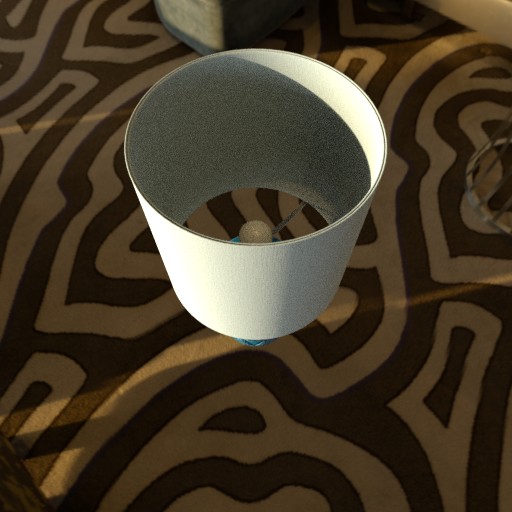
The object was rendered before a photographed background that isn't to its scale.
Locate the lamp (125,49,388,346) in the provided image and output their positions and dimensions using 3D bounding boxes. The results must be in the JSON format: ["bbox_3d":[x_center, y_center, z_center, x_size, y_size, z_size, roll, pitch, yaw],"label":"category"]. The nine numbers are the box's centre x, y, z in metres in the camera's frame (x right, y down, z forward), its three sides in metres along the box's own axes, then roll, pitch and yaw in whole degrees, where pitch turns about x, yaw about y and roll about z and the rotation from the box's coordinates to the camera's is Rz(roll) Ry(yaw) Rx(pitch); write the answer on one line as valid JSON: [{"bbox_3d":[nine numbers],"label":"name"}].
[{"bbox_3d":[0.000,0.000,0.493,0.193,0.377,0.193,35,67,17],"label":"lamp"}]
